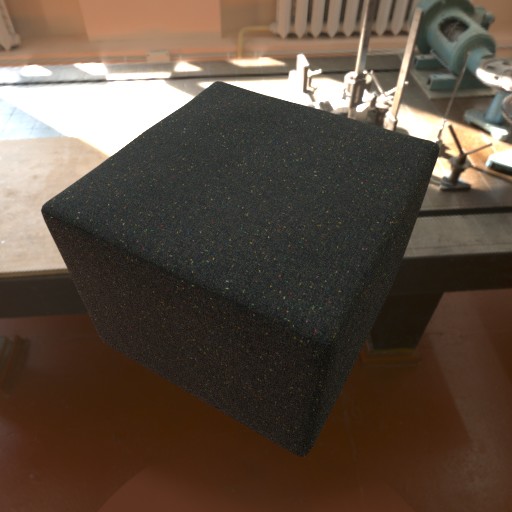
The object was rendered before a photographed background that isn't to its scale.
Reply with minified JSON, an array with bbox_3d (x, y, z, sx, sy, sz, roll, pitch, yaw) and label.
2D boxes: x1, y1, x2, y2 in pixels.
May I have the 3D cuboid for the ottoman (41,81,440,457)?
[{"bbox_3d":[0.000,0.000,0.883,0.508,0.432,0.508,23,51,20],"label":"ottoman"}]
